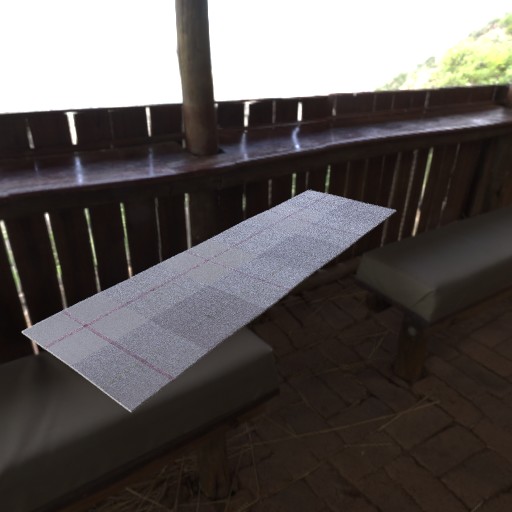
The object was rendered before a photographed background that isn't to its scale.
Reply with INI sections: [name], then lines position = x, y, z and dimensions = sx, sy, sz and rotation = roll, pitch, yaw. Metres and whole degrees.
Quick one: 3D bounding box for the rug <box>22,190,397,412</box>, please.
[rug]
position = 0.000, 0.000, 2.627
dimensions = 0.762, 0.013, 2.439
rotation = 19, 33, 33
